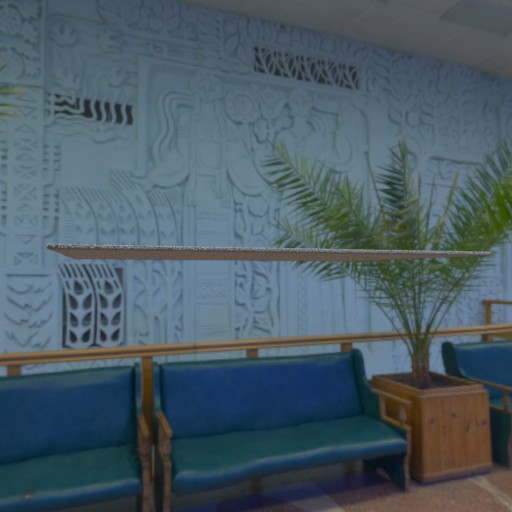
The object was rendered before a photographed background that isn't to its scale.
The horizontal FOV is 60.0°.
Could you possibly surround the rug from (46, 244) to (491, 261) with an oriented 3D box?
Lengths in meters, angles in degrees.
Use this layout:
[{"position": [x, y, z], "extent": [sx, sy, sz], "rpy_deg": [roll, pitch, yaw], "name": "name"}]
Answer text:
[{"position": [0.000, 0.000, 3.376], "extent": [2.699, 0.025, 1.800], "rpy_deg": [1, -2, -19], "name": "rug"}]
